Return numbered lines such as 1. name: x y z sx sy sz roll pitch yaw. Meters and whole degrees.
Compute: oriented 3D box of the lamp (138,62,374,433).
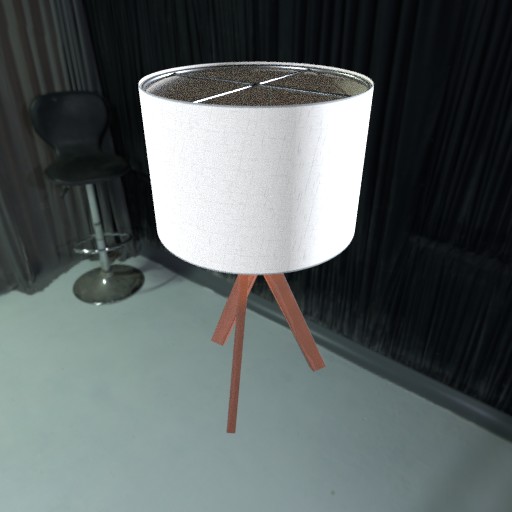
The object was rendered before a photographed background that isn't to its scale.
1. lamp: 0.000 0.000 0.911 0.380 0.686 0.380 20 37 29
